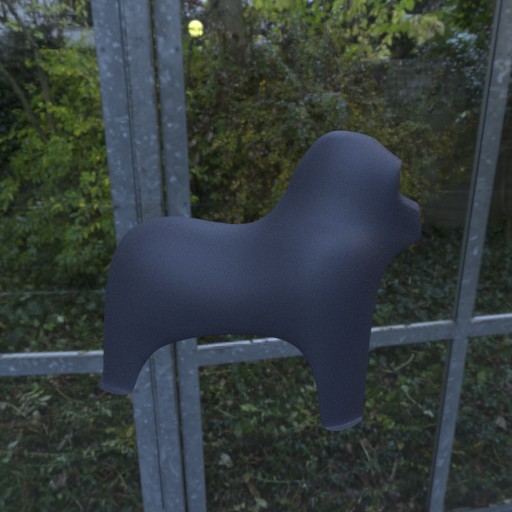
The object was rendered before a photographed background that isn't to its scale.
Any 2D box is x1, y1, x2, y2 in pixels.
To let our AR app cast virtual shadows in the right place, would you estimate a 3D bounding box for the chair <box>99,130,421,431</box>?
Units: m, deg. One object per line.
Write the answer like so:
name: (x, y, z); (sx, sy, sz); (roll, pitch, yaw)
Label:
chair: (0.000, 0.000, 1.100); (0.758, 0.600, 0.490); (3, 17, 9)
